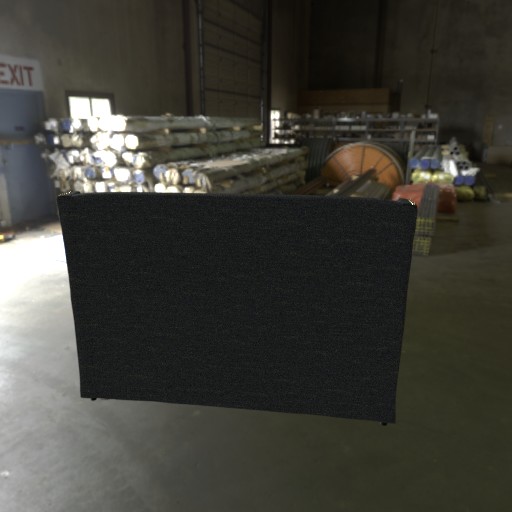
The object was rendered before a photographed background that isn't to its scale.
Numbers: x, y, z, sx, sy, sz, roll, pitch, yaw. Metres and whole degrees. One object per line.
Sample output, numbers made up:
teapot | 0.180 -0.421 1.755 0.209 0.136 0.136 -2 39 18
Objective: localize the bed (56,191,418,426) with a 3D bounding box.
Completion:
bed | 0.000 0.000 3.534 1.925 1.332 2.276 2 17 7
